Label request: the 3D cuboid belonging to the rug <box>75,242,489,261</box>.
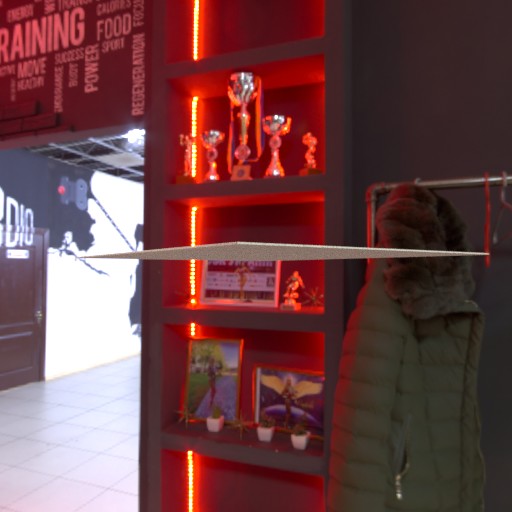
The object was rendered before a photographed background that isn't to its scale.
[{"bbox_3d":[0.000,0.000,3.466,2.073,0.011,2.584,1,-2,-36],"label":"rug"}]
